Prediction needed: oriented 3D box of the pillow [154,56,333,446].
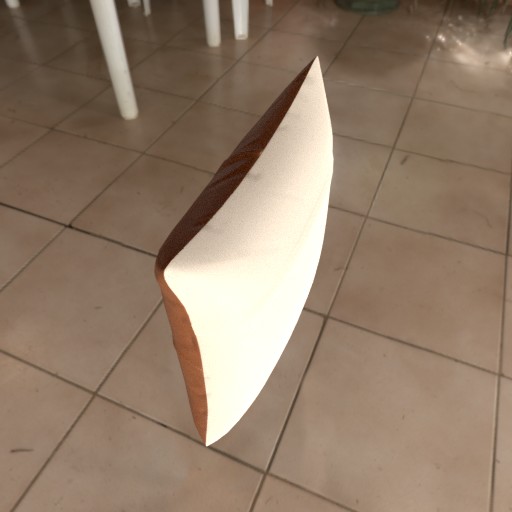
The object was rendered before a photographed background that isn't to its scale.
[{"bbox_3d":[0.000,0.000,0.748,0.192,0.477,0.501,17,50,15],"label":"pillow"}]
